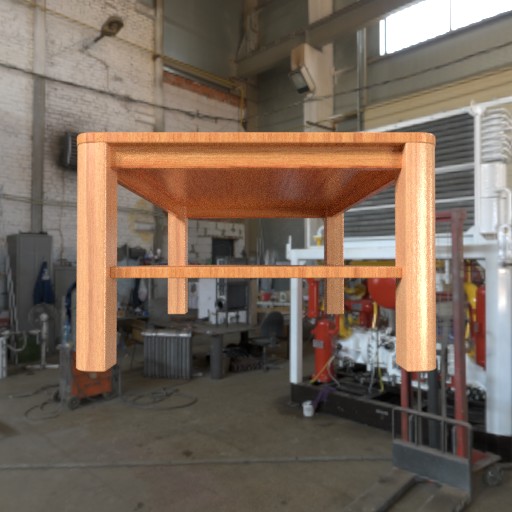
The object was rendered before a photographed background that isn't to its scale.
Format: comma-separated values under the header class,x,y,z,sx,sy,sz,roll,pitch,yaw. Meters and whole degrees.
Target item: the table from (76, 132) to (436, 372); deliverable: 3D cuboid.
class,x,y,z,sx,sy,sz,roll,pitch,yaw
table,0.000,0.000,1.320,0.696,0.445,0.997,0,-1,0
